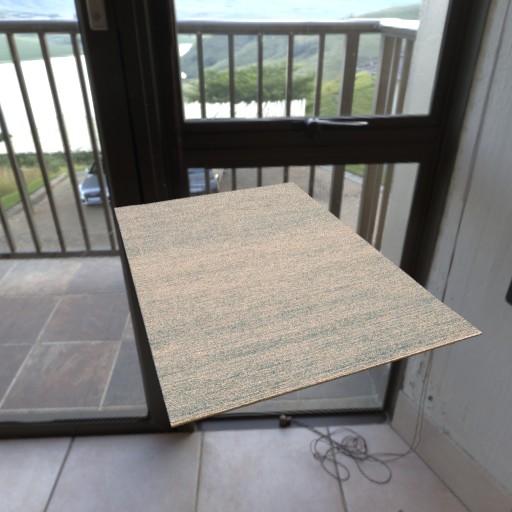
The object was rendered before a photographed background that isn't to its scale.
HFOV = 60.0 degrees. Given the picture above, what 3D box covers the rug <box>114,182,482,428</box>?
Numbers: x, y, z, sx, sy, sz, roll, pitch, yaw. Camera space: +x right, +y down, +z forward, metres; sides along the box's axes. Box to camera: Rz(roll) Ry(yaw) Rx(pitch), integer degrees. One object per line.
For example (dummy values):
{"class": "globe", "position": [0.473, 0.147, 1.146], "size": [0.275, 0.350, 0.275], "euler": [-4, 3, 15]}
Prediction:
{"class": "rug", "position": [0.000, 0.000, 2.948], "size": [1.613, 0.030, 2.306], "euler": [-11, 32, -18]}
